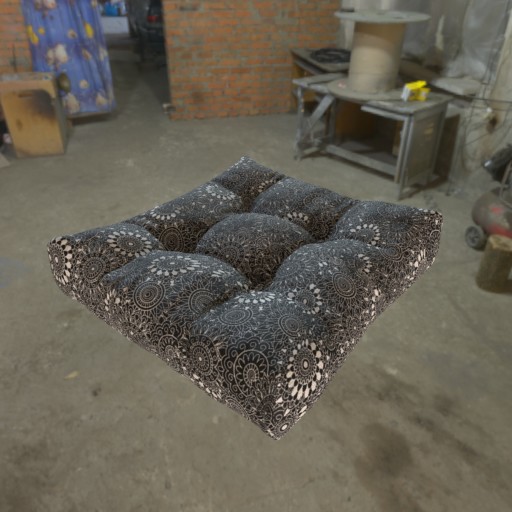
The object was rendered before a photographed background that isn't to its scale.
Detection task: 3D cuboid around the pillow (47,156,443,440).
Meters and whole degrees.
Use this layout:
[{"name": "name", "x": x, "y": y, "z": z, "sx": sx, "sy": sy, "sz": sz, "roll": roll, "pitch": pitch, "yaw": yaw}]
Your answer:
[{"name": "pillow", "x": 0.000, "y": 0.000, "z": 0.741, "sx": 0.468, "sy": 0.128, "sz": 0.490, "roll": 24, "pitch": 40, "yaw": 31}]
